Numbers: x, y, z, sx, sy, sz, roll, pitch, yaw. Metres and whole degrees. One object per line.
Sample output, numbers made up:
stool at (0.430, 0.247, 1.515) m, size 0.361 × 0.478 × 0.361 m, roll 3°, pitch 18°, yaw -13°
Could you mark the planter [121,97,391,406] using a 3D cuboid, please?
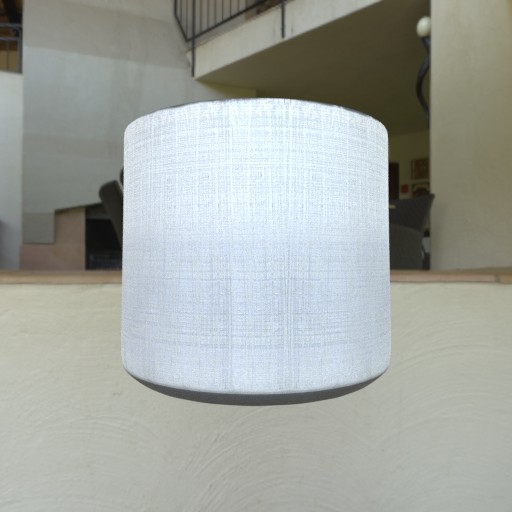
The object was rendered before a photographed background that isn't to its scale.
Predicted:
planter at (0.000, 0.000, 0.388) m, size 0.226 × 0.201 × 0.226 m, roll 0°, pitch 0°, yaw 0°
